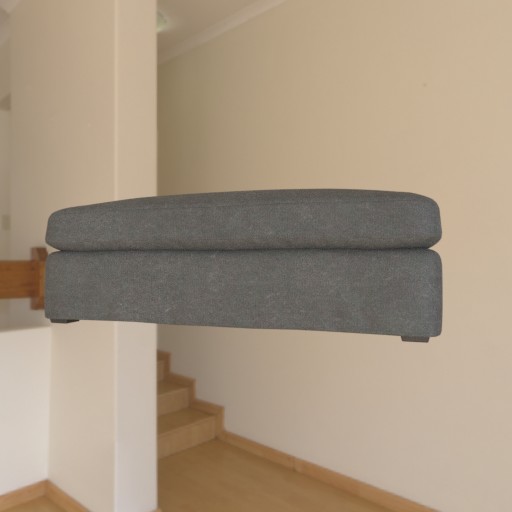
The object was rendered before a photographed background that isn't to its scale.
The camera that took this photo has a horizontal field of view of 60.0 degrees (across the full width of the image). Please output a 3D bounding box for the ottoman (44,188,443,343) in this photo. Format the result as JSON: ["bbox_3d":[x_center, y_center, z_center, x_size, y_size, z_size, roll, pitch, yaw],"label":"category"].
[{"bbox_3d":[0.000,0.000,1.612,1.199,0.429,0.840,0,-1,18],"label":"ottoman"}]
